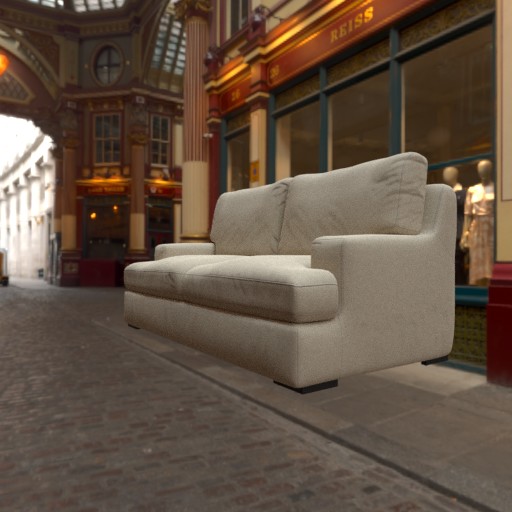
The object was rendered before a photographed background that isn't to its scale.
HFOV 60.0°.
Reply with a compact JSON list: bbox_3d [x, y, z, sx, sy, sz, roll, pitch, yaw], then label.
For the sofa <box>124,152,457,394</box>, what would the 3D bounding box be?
[{"bbox_3d":[0.000,0.000,2.520,0.962,0.967,1.885,0,0,-35],"label":"sofa"}]
